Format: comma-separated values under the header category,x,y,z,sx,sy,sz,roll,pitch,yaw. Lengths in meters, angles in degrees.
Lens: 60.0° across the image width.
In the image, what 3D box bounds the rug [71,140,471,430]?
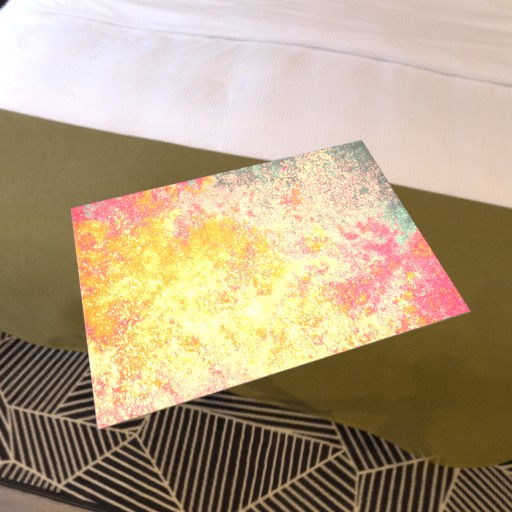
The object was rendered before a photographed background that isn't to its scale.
category,x,y,z,sx,sy,sz,roll,pitch,yaw
rug,0.000,0.000,3.739,2.896,0.013,2.007,-15,59,-9
